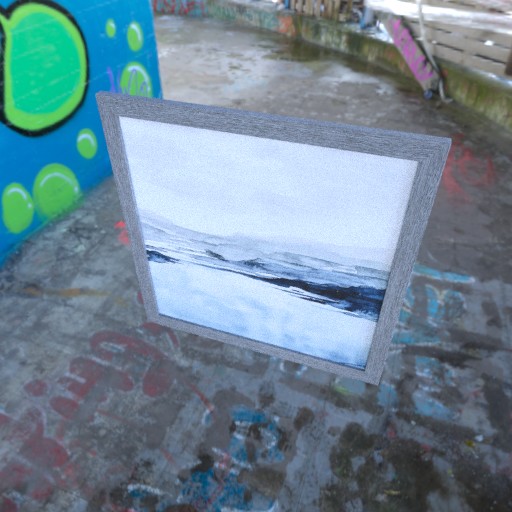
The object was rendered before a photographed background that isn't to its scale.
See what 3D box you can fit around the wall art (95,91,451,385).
[{"bbox_3d":[0.000,0.000,1.040,0.685,0.685,0.020,13,42,15],"label":"wall art"}]
